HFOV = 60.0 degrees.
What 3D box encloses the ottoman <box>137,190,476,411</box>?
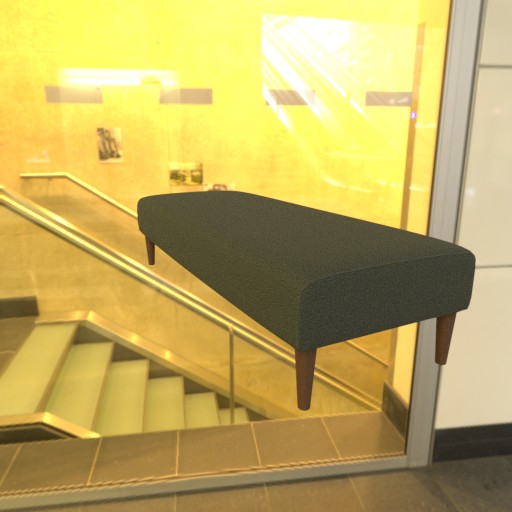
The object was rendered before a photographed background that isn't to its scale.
[{"bbox_3d":[0.000,0.000,1.865,0.646,0.393,1.609,-8,17,-27],"label":"ottoman"}]
